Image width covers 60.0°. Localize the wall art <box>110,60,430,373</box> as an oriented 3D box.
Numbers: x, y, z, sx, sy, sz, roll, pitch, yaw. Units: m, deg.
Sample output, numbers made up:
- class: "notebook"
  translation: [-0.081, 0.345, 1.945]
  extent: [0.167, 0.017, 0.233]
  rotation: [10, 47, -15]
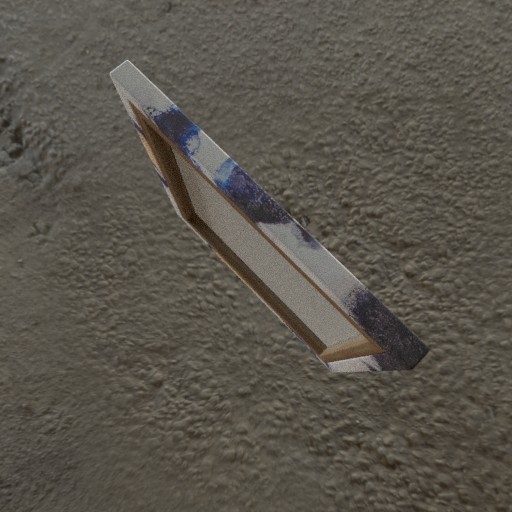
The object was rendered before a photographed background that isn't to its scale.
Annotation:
- class: "wall art"
  translation: [0.000, 0.000, 0.914]
  extent: [0.039, 0.609, 0.609]
  rotation: [-43, 79, -10]
